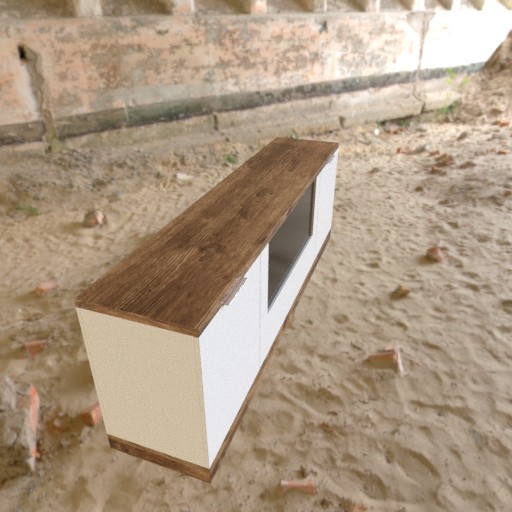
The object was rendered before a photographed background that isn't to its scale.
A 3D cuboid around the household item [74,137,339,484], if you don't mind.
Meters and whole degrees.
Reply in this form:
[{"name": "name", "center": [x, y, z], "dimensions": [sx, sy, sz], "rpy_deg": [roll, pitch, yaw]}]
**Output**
[{"name": "household item", "center": [0.000, 0.000, 2.026], "dimensions": [0.390, 0.615, 1.800], "rpy_deg": [10, 31, 17]}]
